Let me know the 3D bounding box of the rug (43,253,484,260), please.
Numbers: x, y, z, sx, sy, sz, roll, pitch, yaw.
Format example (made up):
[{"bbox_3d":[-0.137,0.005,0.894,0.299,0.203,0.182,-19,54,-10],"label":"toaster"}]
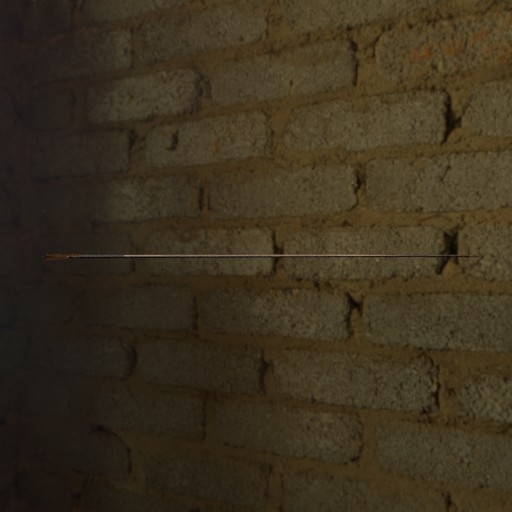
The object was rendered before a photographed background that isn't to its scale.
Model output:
[{"bbox_3d":[0.000,0.000,2.477,2.021,0.027,1.224,0,0,-18],"label":"rug"}]
